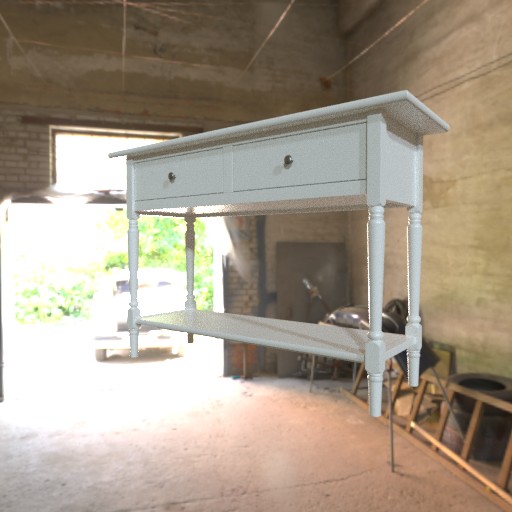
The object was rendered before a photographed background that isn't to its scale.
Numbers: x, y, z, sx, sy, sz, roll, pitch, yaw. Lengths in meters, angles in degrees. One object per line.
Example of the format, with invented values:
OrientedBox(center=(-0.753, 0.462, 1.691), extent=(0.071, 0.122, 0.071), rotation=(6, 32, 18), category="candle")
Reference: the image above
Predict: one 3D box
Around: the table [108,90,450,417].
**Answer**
OrientedBox(center=(0.000, 0.000, 1.566), extent=(1.191, 0.814, 0.386), rotation=(1, 2, 37), category="table")
